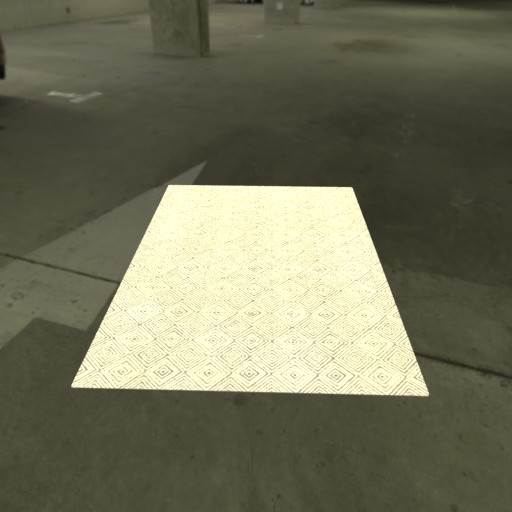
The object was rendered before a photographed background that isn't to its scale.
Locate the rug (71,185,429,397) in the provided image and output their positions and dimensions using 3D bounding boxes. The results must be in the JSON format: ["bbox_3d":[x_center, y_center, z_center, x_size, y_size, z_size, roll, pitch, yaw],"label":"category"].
[{"bbox_3d":[0.000,0.000,2.908,1.593,0.008,2.238,1,33,1],"label":"rug"}]
